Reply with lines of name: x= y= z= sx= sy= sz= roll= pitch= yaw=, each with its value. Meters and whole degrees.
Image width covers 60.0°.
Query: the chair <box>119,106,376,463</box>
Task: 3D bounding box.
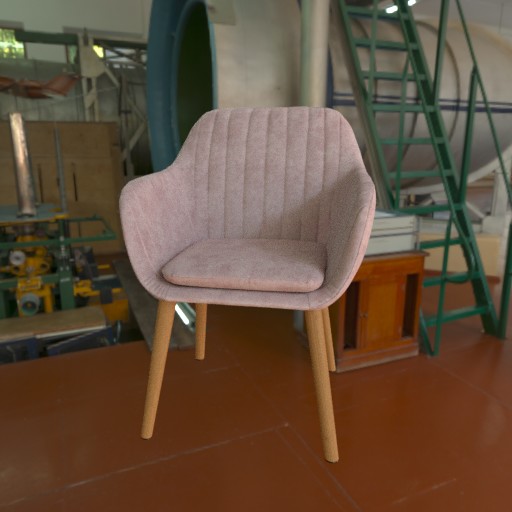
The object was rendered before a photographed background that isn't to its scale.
chair: x=0.000 y=0.000 z=1.237 sx=0.610 sy=0.832 sz=0.570 roll=3 pitch=14 yaw=10
